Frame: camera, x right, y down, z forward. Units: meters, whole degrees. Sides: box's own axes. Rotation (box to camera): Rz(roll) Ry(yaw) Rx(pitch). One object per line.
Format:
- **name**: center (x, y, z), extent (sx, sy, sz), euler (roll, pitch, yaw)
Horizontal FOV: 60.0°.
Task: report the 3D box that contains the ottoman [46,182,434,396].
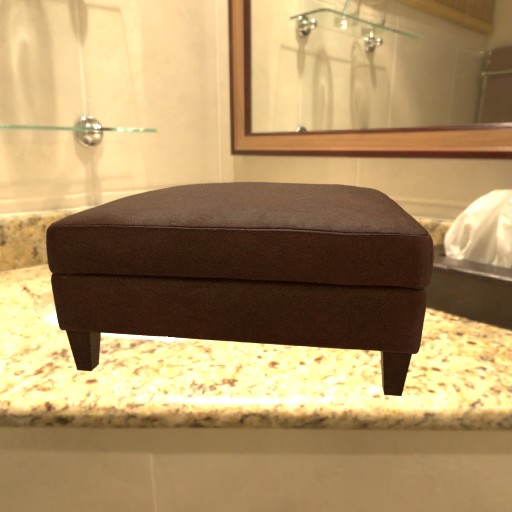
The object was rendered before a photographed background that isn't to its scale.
- **ottoman**: center (0.000, 0.000, 1.324), extent (0.844, 0.415, 0.836), euler (2, 14, 8)
